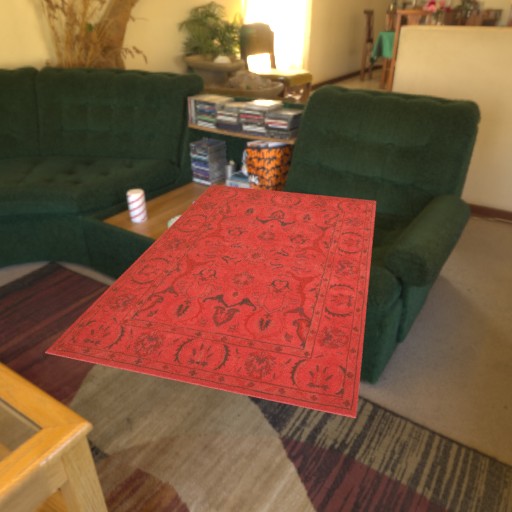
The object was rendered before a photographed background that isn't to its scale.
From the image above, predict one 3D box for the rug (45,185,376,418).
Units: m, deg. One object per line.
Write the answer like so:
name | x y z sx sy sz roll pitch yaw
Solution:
rug | 0.000 0.000 3.059 1.534 0.010 2.423 8 31 13
